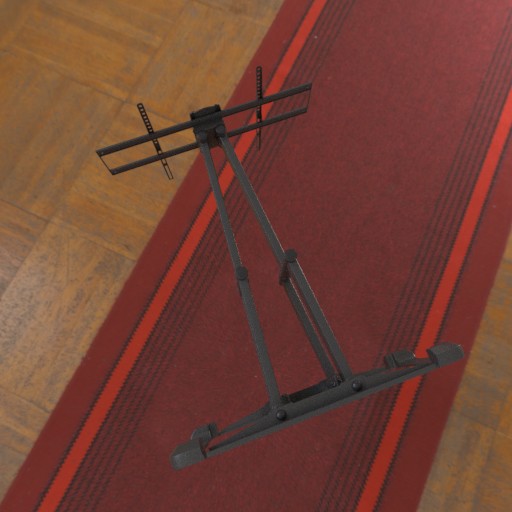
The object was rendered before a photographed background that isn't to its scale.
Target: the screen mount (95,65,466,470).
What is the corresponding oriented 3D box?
[{"bbox_3d":[0.000,0.000,1.327,0.725,0.483,0.905,-19,76,-5],"label":"screen mount"}]
